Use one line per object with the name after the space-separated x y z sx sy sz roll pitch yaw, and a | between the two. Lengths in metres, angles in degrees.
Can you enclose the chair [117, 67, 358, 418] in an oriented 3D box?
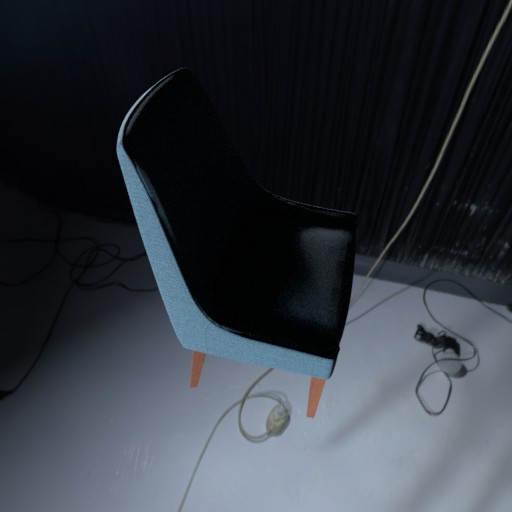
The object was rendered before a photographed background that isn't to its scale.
0.000 0.000 1.224 0.544 0.861 0.529 11 48 10 | chair
